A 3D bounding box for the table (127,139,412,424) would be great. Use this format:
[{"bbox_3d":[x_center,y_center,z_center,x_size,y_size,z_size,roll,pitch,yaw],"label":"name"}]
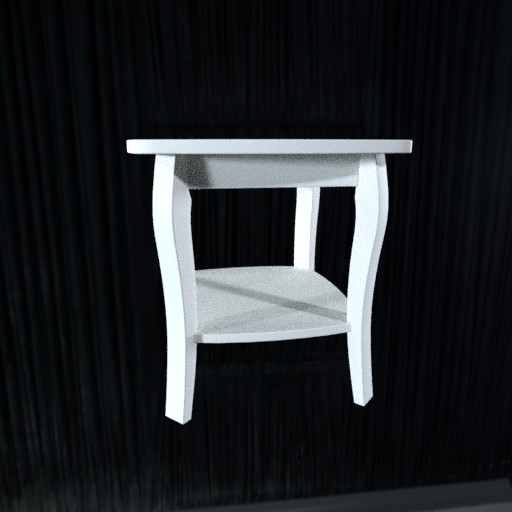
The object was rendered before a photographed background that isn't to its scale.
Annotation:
[{"bbox_3d":[0.000,0.000,0.869,0.451,0.438,0.502,-2,14,-9],"label":"table"}]
